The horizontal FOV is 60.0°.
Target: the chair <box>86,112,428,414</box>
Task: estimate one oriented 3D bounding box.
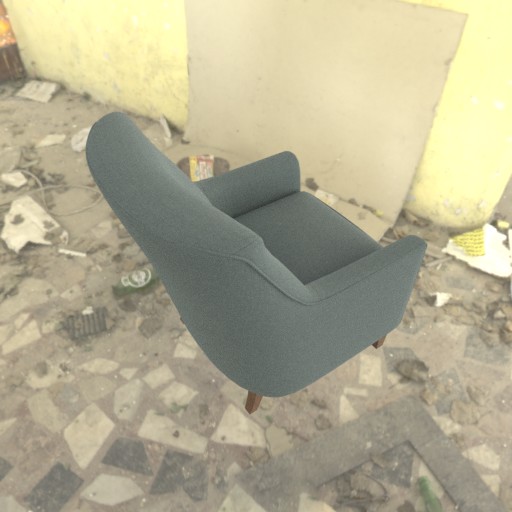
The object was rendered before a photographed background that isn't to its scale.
[{"bbox_3d":[0.000,0.000,1.531,0.879,0.916,0.756,-25,48,-25],"label":"chair"}]
